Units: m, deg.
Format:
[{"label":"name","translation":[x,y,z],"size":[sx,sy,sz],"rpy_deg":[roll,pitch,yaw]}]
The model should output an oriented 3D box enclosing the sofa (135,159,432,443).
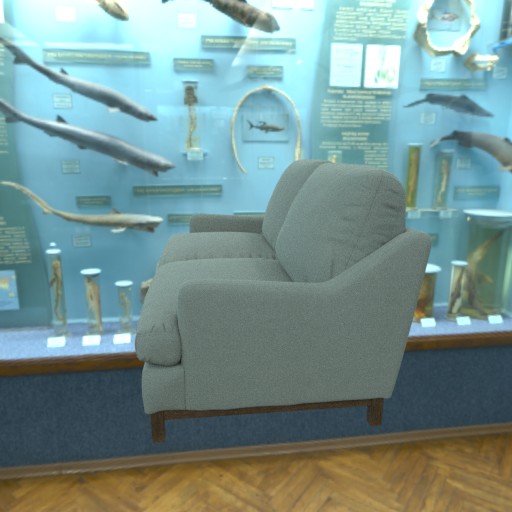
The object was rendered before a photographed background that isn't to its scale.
[{"label":"sofa","translation":[0.000,0.000,2.186],"size":[0.987,0.921,1.589],"rpy_deg":[-2,14,-7]}]
